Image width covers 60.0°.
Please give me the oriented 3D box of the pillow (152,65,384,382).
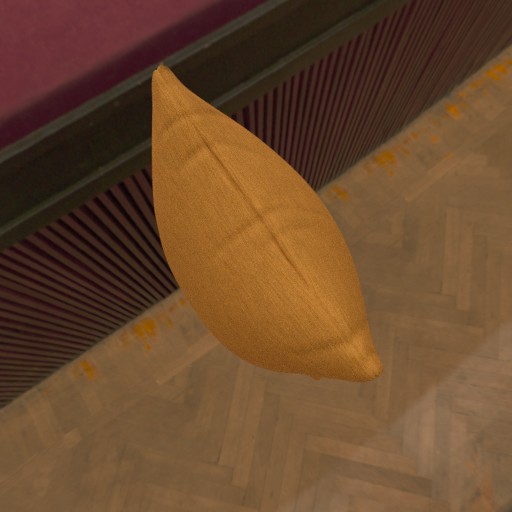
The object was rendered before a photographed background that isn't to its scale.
[{"bbox_3d":[0.000,0.000,0.676,0.247,0.417,0.435,-33,77,-8],"label":"pillow"}]
